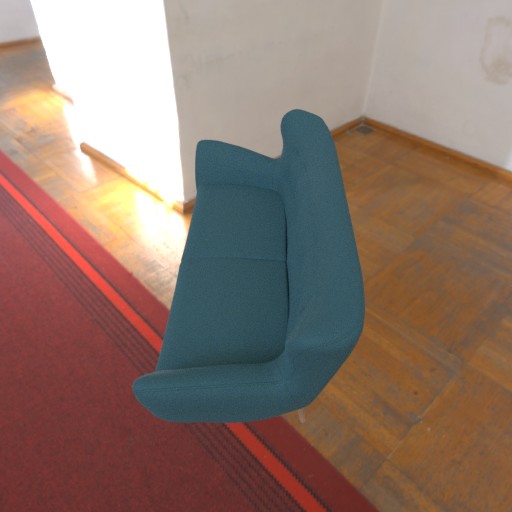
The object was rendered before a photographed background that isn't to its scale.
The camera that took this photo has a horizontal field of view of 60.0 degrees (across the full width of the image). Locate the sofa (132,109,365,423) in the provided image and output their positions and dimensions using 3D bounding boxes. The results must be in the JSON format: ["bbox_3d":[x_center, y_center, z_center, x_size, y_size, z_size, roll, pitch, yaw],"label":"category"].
[{"bbox_3d":[0.000,0.000,2.420,0.889,0.890,1.930,1,42,1],"label":"sofa"}]
